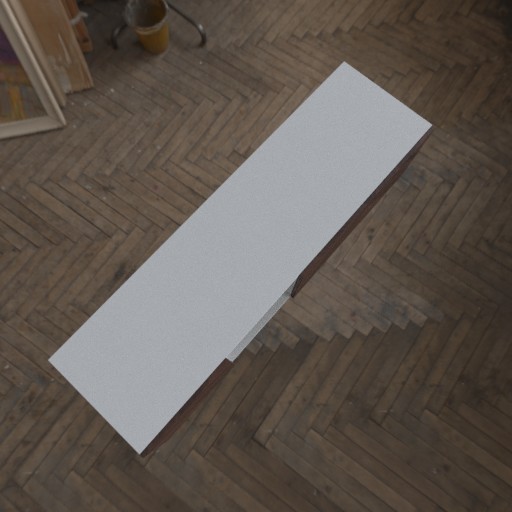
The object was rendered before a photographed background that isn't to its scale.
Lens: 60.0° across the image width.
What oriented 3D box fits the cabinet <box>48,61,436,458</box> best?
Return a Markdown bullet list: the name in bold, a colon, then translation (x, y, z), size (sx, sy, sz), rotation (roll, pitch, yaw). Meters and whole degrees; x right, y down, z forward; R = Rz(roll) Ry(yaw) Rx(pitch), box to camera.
- **cabinet**: translation (0.000, 0.000, 1.772), size (0.431, 0.533, 1.499), rotation (41, 78, 10)
